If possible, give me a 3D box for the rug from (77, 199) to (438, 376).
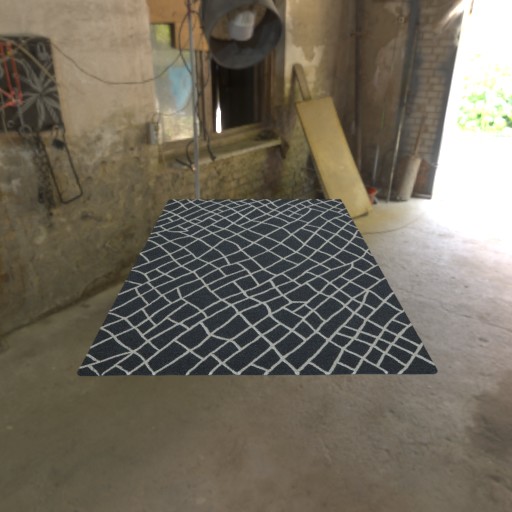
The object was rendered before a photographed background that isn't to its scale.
[{"bbox_3d":[0.000,0.000,2.310,1.223,0.013,1.830,0,26,0],"label":"rug"}]
